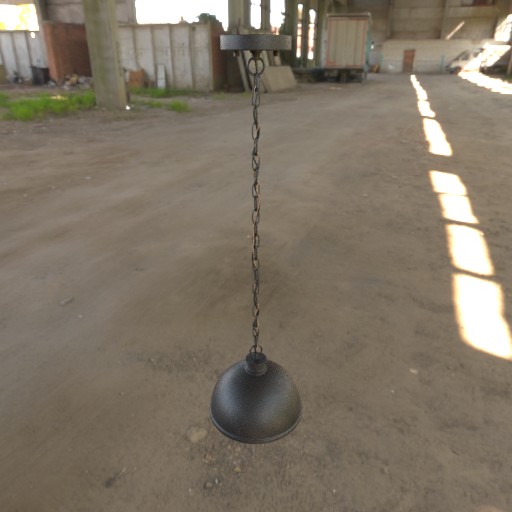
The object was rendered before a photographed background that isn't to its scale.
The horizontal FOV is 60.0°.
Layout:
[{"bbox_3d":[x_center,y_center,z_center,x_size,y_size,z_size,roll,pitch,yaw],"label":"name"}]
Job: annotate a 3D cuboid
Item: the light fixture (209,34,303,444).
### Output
[{"bbox_3d":[0.000,0.000,1.223,0.304,1.090,0.304,-7,26,-15],"label":"light fixture"}]
